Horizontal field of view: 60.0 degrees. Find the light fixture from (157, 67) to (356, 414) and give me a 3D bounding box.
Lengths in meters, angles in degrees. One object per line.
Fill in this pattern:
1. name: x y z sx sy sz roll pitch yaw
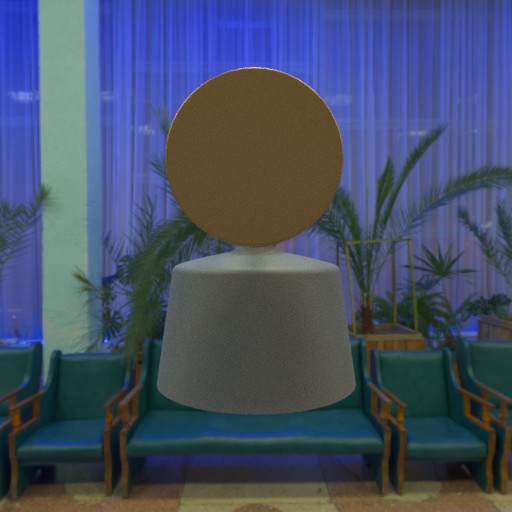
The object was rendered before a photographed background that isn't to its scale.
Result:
1. light fixture: 0.000 0.000 0.437 0.204 0.268 0.254 0 1 1
